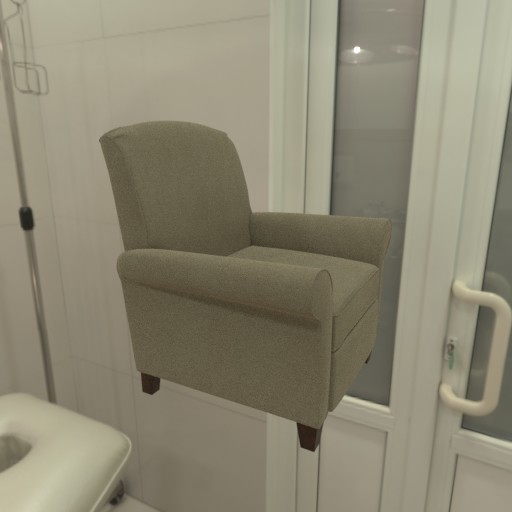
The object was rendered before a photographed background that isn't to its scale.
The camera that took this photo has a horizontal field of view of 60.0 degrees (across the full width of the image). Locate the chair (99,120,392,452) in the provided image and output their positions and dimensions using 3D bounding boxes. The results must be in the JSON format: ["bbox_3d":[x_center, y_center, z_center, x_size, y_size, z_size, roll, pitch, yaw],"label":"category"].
[{"bbox_3d":[0.000,0.000,1.803,0.905,1.061,0.978,8,18,27],"label":"chair"}]
